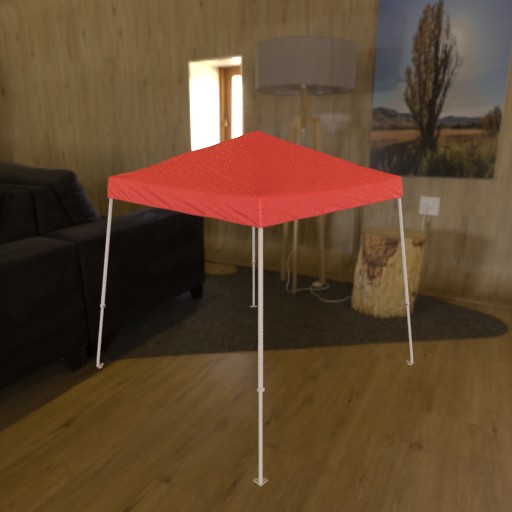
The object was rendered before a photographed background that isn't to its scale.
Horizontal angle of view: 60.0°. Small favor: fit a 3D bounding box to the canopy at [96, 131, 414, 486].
[{"bbox_3d":[0.000,0.000,6.617,3.600,3.600,3.599,14,21,42],"label":"canopy"}]
